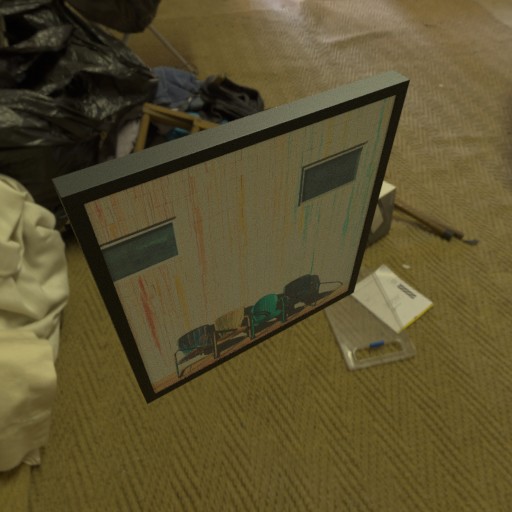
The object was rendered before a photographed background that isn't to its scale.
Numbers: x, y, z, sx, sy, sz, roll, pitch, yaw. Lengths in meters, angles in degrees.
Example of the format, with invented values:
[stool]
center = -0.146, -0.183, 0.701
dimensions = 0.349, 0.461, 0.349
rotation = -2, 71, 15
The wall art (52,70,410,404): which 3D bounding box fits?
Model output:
[wall art]
center = 0.000, 0.000, 0.753
dimensions = 0.506, 0.506, 0.037
rotation = -25, 52, -21
